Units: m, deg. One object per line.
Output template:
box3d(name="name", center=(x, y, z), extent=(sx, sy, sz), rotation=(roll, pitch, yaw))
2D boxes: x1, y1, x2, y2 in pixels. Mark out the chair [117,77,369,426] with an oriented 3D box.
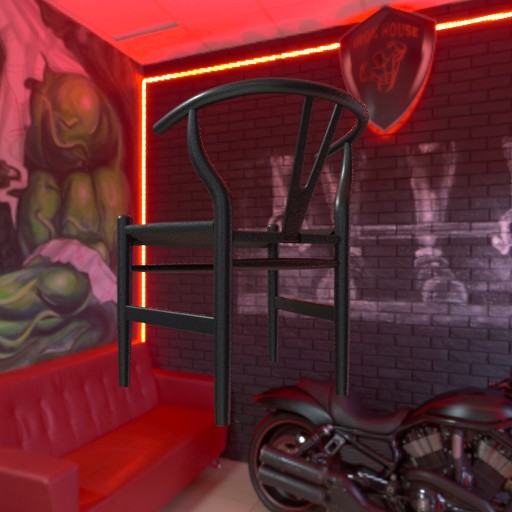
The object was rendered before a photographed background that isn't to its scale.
box3d(name="chair", center=(0.000, 0.000, 1.179), extent=(0.569, 0.730, 0.579), rotation=(0, -1, -35))
